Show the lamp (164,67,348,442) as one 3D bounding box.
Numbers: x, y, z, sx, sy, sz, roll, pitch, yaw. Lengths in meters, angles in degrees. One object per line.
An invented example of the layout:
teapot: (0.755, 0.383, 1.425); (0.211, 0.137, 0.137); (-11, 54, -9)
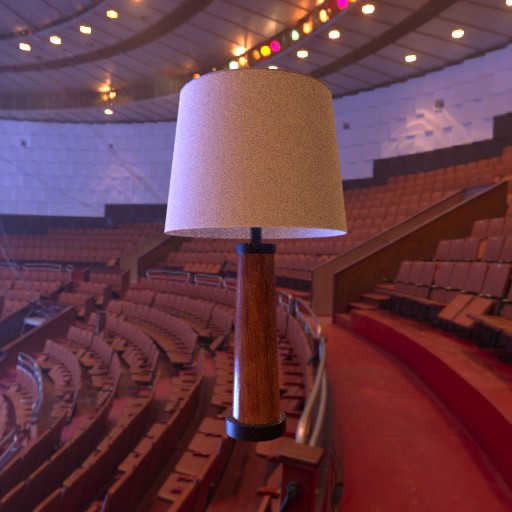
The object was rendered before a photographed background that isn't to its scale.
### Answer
lamp: (0.000, 0.000, 0.855); (0.349, 0.667, 0.349); (0, -1, 0)
